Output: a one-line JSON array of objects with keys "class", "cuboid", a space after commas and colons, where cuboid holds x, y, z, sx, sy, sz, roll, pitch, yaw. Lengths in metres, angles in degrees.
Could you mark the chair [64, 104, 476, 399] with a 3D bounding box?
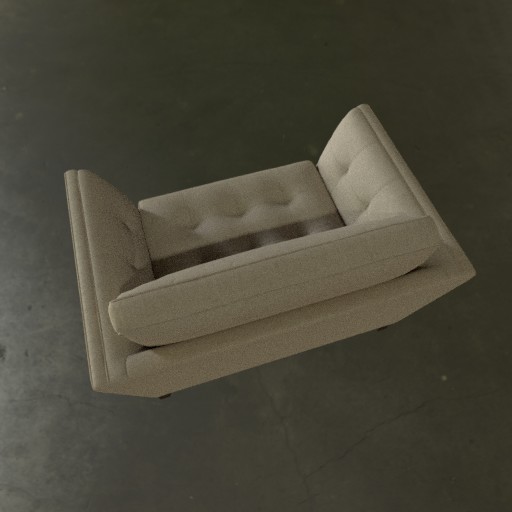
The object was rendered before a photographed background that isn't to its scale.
[{"class": "chair", "cuboid": [0.000, 0.000, 1.993, 1.397, 0.940, 0.965, -15, 60, -9]}]
